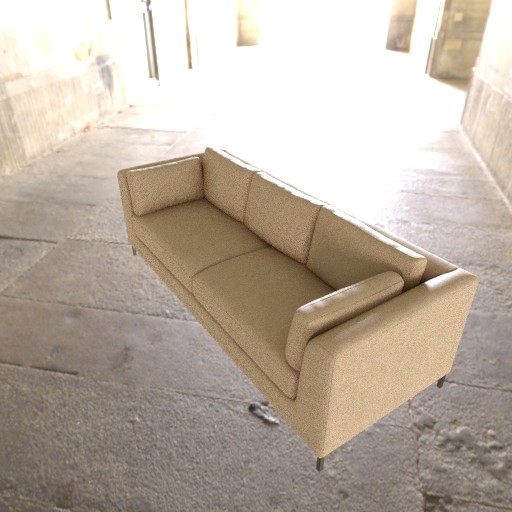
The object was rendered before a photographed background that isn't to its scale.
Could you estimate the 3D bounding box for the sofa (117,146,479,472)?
[{"bbox_3d":[0.000,0.000,2.911,0.969,0.867,2.415,-19,36,-29],"label":"sofa"}]
